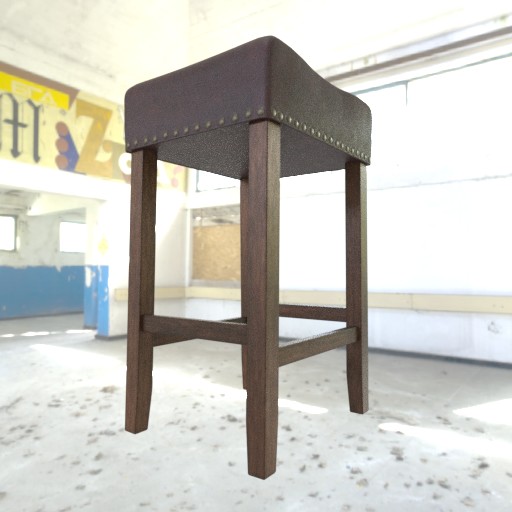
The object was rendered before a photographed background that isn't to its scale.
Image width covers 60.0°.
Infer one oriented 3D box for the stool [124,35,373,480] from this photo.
[{"bbox_3d":[0.000,0.000,1.044,0.401,0.769,0.465,-1,-2,37],"label":"stool"}]
